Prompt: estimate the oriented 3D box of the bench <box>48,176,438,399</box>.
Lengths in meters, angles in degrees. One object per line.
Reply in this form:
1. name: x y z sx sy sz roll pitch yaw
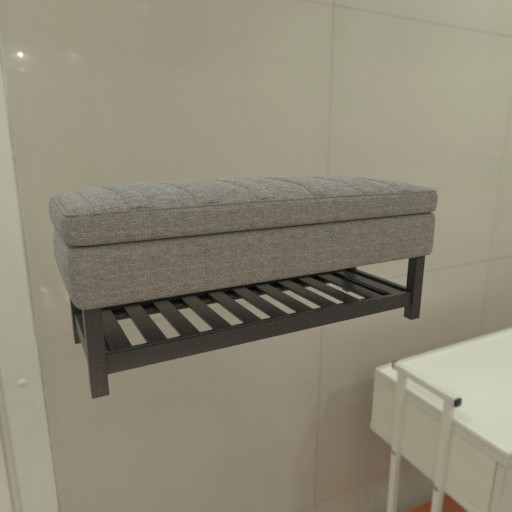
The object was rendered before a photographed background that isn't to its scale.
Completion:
1. bench: 0.000 0.000 1.347 1.100 0.470 0.429 -7 16 -27
